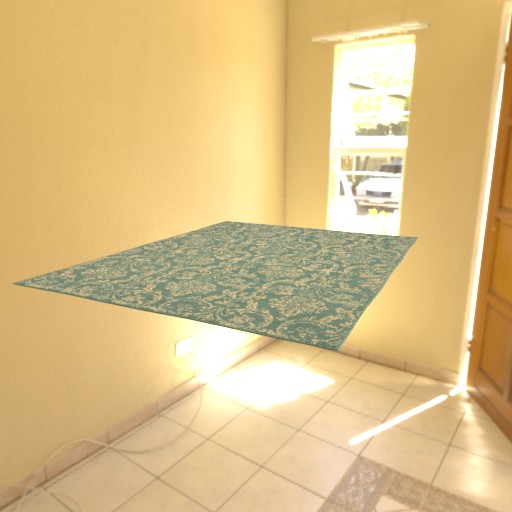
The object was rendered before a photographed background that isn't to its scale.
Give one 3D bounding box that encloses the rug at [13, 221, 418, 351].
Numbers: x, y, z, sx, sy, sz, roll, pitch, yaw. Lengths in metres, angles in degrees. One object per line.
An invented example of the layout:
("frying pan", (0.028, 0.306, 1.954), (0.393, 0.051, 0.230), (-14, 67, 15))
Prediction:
("rug", (0.000, 0.000, 3.914), (2.363, 0.012, 2.980), (7, 16, 26))
